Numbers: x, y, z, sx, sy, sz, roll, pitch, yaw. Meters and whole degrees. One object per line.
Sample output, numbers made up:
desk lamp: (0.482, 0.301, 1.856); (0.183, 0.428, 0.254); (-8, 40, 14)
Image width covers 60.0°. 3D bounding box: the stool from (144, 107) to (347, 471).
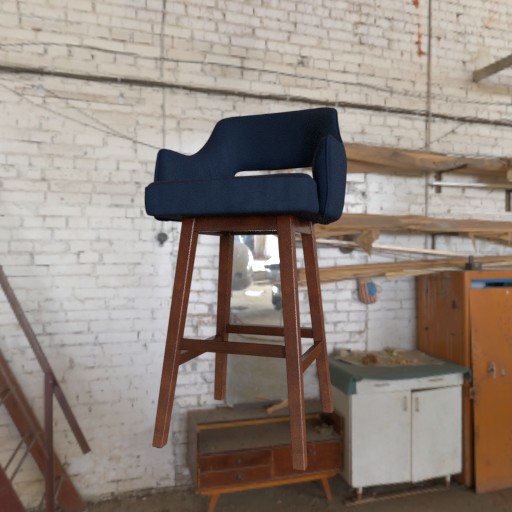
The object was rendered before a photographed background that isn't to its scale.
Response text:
stool: (0.000, 0.000, 1.375); (0.550, 1.041, 0.560); (0, 0, 19)
